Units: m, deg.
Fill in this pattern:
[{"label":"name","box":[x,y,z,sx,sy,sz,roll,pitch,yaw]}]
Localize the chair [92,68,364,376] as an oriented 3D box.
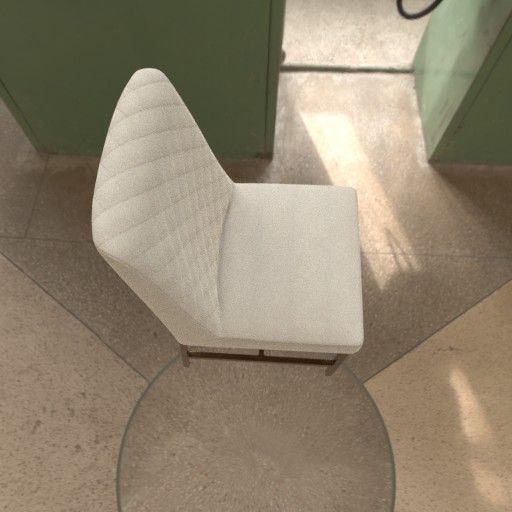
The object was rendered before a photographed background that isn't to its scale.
[{"label":"chair","box":[0.000,0.000,1.263,0.597,0.933,0.503,3,65,1]}]
